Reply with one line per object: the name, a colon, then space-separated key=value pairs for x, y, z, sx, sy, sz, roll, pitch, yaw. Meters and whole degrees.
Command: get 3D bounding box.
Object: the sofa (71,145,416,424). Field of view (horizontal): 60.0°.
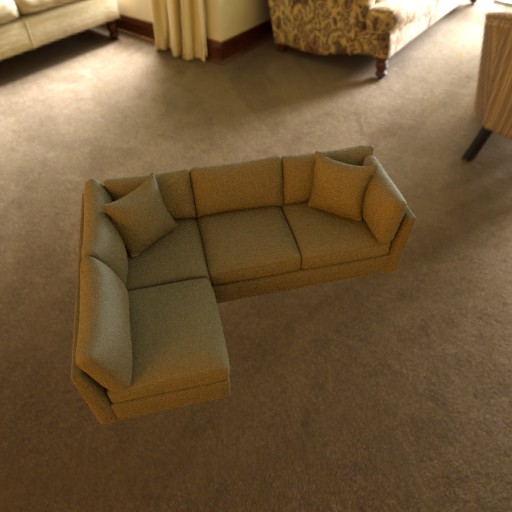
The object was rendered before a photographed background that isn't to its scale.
sofa: x=0.000 y=0.000 z=3.848 sx=2.896 sy=0.978 sz=1.994 roll=-10 pitch=46 yaw=-9
